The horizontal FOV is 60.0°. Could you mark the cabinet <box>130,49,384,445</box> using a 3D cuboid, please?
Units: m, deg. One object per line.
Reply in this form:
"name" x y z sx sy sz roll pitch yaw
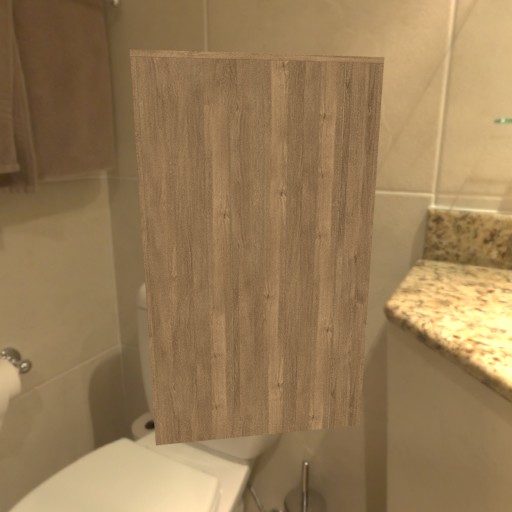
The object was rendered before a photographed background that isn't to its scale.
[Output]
"cabinet" 0.000 0.000 1.568 0.750 1.280 0.250 -2 15 -9
